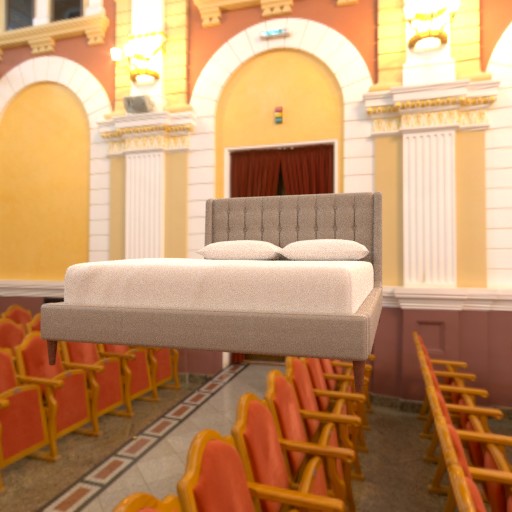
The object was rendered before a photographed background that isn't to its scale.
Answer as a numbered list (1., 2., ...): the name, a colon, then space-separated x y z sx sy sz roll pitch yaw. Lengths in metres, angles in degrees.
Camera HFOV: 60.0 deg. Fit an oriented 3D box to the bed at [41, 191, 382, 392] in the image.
1. bed: 0.000 0.000 3.108 1.656 1.147 2.232 0 0 17
